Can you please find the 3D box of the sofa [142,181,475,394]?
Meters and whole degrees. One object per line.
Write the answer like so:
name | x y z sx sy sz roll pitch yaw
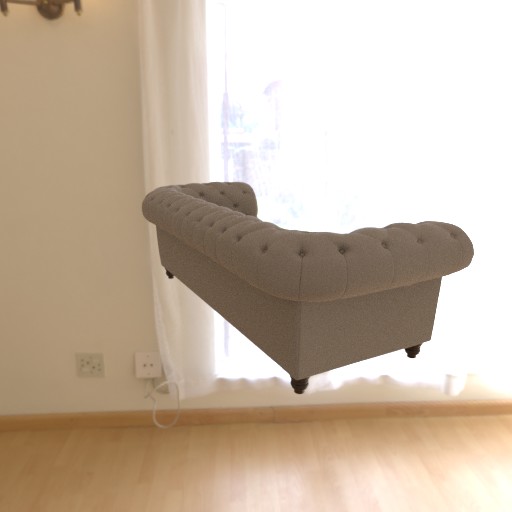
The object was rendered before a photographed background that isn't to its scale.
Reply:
sofa | 0.000 0.000 2.829 0.991 0.749 2.411 -8 17 -27
